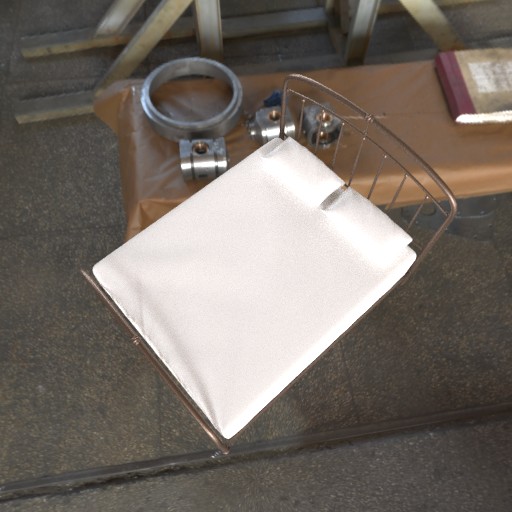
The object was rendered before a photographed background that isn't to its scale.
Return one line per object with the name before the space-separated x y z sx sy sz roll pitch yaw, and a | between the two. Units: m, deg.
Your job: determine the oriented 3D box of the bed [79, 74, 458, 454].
bed | 0.000 0.000 3.367 2.168 1.475 1.711 -39 69 -17
